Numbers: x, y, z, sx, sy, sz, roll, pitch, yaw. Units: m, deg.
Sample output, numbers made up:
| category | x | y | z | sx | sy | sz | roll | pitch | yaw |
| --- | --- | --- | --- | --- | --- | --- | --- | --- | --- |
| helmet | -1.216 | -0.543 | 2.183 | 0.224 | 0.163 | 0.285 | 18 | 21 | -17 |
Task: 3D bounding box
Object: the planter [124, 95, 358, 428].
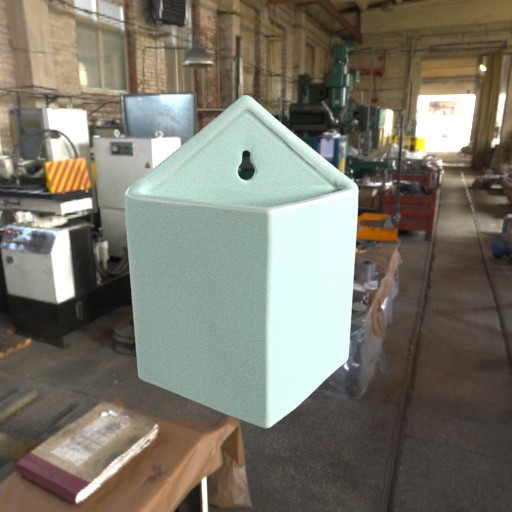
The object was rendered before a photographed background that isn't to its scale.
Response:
| category | x | y | z | sx | sy | sz | roll | pitch | yaw |
| --- | --- | --- | --- | --- | --- | --- | --- | --- | --- |
| planter | 0.000 | 0.000 | 0.281 | 0.164 | 0.197 | 0.079 | -3 | 16 | -10 |
